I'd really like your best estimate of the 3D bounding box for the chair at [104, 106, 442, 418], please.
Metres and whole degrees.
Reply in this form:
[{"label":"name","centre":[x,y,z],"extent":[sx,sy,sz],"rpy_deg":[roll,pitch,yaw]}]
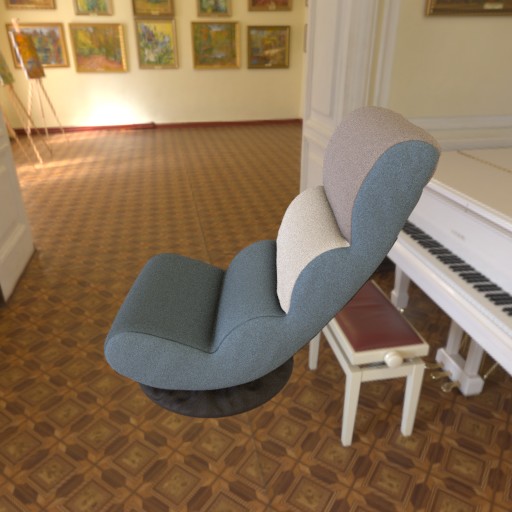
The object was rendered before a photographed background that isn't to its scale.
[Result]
[{"label":"chair","centre":[0.000,0.000,1.049],"extent":[0.661,0.641,0.420],"rpy_deg":[1,26,1]}]
